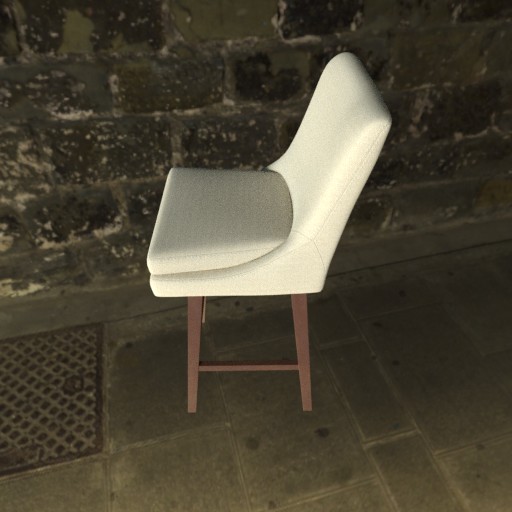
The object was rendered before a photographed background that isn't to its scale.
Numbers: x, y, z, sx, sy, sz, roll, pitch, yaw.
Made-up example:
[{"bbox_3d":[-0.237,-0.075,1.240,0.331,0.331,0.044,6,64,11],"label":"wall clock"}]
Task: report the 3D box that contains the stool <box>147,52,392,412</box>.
[{"bbox_3d":[0.000,0.000,1.381,0.559,1.093,0.483,-1,41,-1],"label":"stool"}]
